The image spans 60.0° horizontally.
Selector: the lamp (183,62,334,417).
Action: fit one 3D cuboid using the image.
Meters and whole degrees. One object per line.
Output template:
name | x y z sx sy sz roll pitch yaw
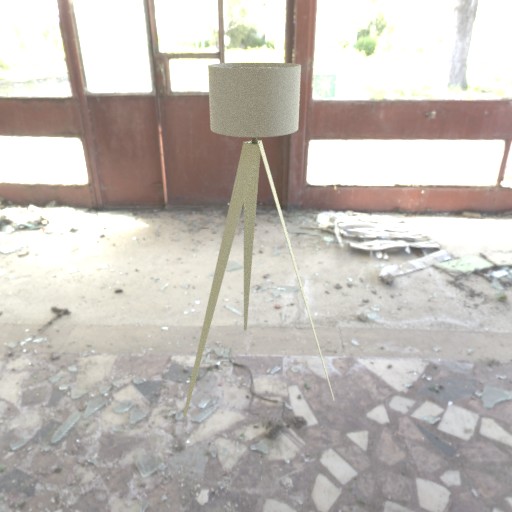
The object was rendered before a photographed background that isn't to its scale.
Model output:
lamp | 0.000 0.000 1.934 0.724 1.524 0.716 19 33 33
